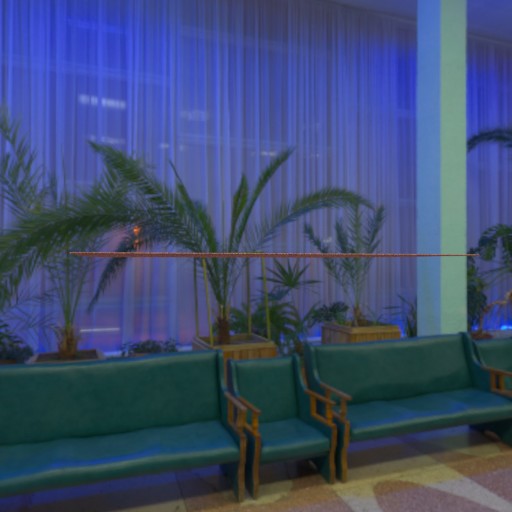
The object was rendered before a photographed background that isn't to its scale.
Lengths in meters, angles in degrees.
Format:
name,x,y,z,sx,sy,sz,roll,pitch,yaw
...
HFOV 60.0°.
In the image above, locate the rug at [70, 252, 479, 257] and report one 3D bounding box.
name,x,y,z,sx,sy,sz,roll,pitch,yaw
rug,0.000,0.000,2.879,2.112,0.009,1.594,0,-1,-18
